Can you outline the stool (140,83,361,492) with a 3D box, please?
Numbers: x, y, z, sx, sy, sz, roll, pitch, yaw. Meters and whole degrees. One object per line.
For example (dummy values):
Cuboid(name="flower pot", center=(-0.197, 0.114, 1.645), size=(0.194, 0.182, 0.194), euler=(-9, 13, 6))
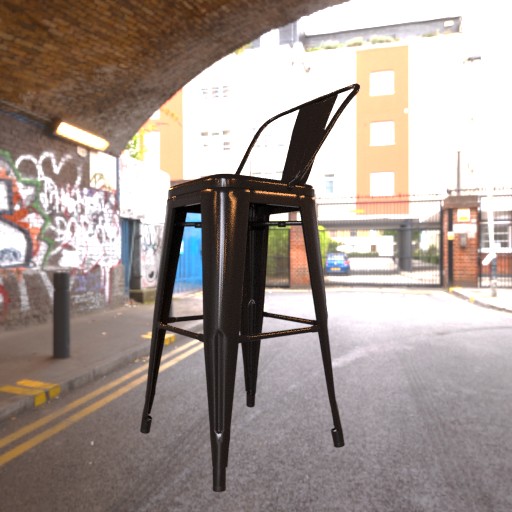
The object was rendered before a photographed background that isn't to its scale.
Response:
Cuboid(name="stool", center=(0.000, 0.000, 1.269), size=(0.528, 1.022, 0.432), euler=(0, 0, -37))
